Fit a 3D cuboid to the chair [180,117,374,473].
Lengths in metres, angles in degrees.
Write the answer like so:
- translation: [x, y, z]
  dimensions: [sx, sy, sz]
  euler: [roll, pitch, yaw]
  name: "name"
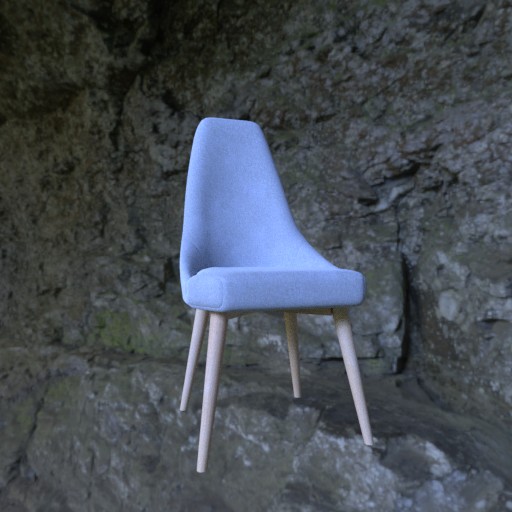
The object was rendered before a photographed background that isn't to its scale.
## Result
- translation: [0.000, 0.000, 1.409]
  dimensions: [0.510, 1.040, 0.660]
  euler: [0, 1, -19]
  name: "chair"
